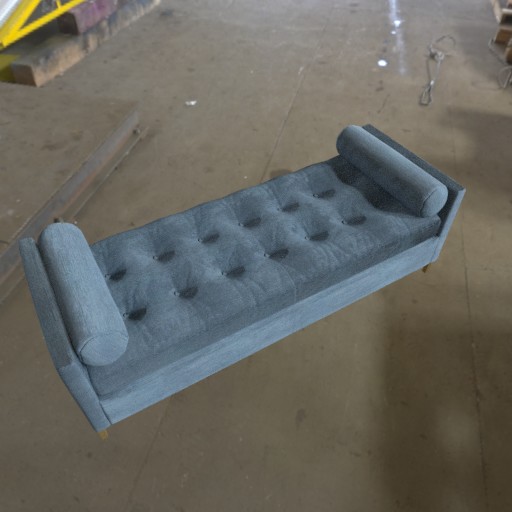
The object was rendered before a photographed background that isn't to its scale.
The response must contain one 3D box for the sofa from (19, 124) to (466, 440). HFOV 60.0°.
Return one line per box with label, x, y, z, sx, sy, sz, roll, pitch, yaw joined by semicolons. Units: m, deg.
sofa;0.000;0.000;2.364;2.102;0.705;0.796;-23;50;-21
